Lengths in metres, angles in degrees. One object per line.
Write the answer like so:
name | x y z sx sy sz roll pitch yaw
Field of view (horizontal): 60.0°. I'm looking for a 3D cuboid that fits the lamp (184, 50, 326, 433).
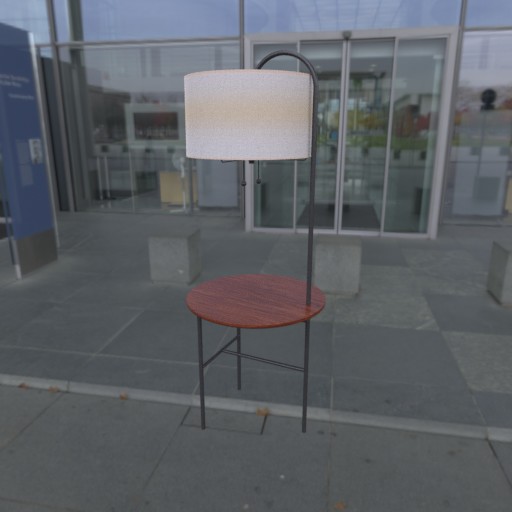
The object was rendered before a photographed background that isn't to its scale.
lamp | 0.000 0.000 1.795 0.573 1.517 0.573 0 16 0
